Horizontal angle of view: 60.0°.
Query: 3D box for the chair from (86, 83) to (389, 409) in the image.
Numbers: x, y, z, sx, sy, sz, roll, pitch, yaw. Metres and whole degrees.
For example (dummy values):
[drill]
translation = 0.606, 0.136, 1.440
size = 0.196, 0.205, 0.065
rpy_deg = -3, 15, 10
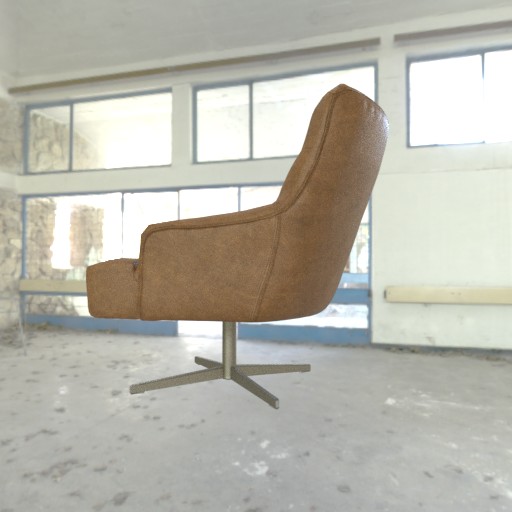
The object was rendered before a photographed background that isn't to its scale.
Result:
[chair]
translation = 0.000, 0.000, 1.514
size = 0.874, 0.869, 0.729
rpy_deg = 0, -1, 18
